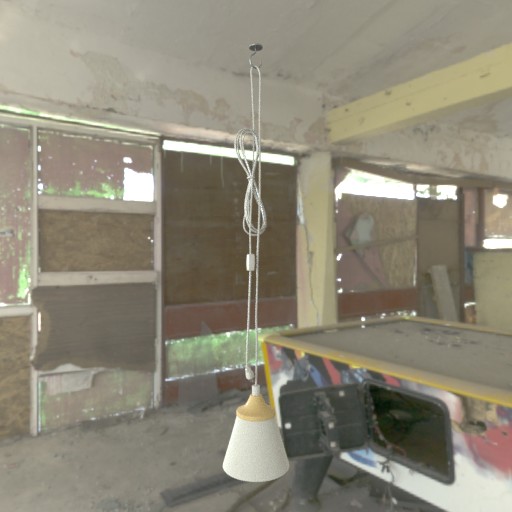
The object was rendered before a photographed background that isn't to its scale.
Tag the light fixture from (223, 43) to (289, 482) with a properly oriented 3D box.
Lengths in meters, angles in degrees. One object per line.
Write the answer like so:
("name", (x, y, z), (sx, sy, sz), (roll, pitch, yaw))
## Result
("light fixture", (0.000, 0.000, 1.023), (0.153, 0.966, 0.153), (0, 0, 1))
